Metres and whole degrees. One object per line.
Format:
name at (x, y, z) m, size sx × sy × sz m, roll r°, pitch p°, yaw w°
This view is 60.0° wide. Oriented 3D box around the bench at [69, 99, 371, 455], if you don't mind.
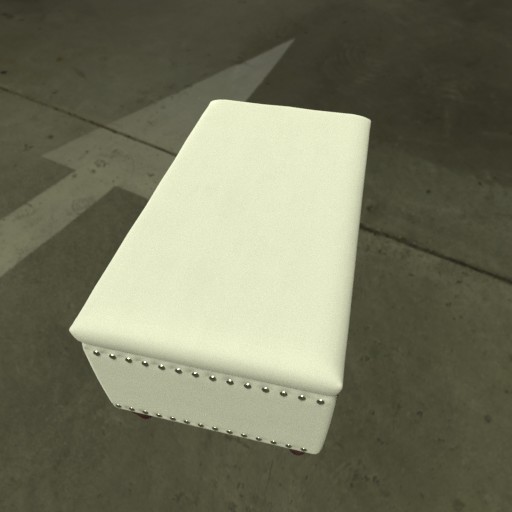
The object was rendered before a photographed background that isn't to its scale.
bench at (0.000, 0.000, 1.203) m, size 0.500 × 0.449 × 0.887 m, roll 10°, pitch 47°, yaw 9°
